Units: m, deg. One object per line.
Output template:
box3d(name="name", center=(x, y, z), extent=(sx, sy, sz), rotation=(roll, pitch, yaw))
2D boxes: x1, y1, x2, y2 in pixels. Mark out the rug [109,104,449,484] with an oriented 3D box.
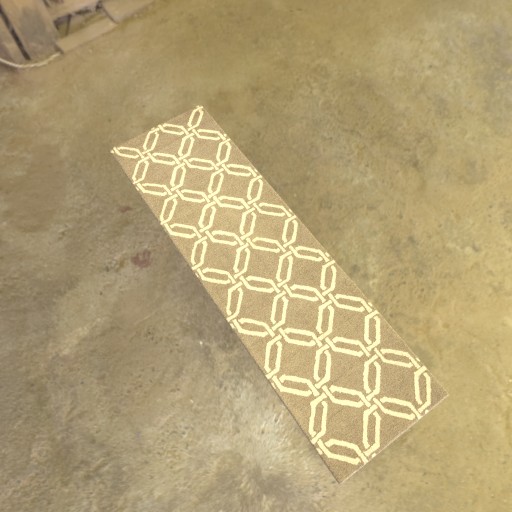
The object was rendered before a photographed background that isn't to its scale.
box3d(name="rug", center=(0.000, 0.000, 2.454), extent=(0.678, 0.014, 2.276), rotation=(-32, 68, -15))
